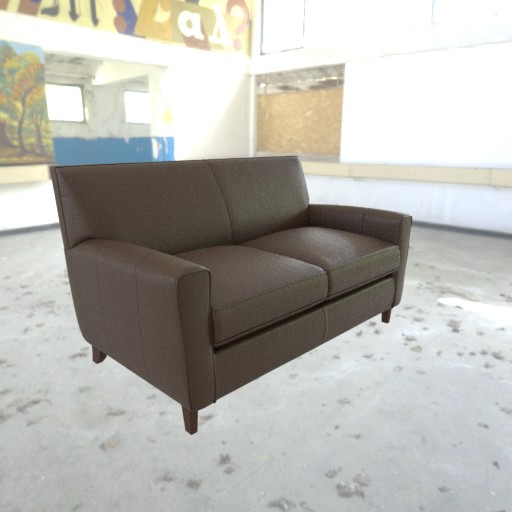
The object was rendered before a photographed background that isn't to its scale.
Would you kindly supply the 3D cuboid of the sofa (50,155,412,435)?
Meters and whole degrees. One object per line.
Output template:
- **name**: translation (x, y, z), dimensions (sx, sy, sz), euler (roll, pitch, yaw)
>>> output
- **sofa**: translation (0.000, 0.000, 2.069), dimensions (0.853, 0.859, 1.468), euler (14, 21, 43)
